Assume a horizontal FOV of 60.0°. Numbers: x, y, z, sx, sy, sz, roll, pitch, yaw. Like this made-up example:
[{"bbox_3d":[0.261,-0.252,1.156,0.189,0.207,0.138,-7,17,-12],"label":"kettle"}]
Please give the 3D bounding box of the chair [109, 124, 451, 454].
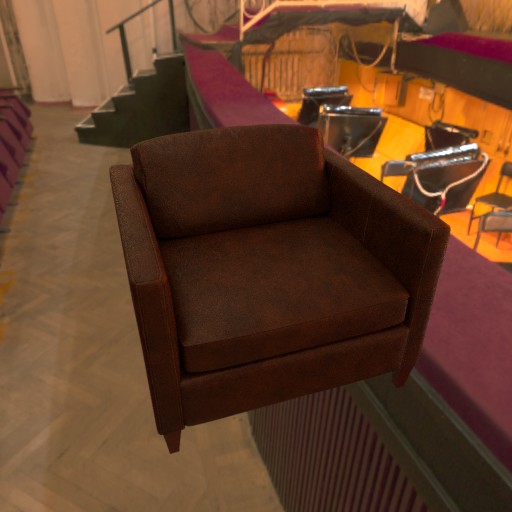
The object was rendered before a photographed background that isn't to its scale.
[{"bbox_3d":[0.000,0.000,1.753,0.990,0.864,0.975,-10,32,-16],"label":"chair"}]
